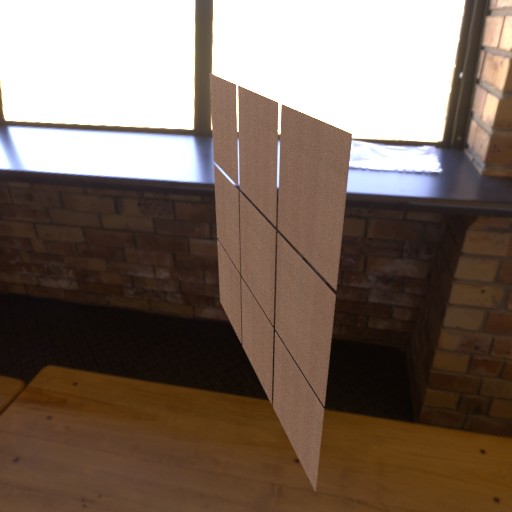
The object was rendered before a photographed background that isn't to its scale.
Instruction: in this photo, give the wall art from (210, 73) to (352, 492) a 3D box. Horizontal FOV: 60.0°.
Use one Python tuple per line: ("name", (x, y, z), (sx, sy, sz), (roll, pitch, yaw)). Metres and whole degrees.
("wall art", (0.000, 0.000, 2.153), (0.002, 1.505, 1.517), (-10, 30, -17))
